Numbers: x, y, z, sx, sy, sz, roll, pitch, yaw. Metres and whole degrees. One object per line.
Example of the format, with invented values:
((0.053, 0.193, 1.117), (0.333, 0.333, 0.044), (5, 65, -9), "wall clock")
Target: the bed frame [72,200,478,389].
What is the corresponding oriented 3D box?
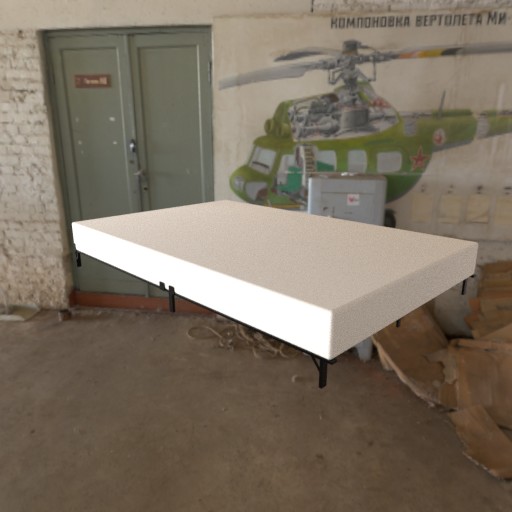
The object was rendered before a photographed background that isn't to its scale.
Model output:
((0.000, 0.000, 3.846), (1.930, 0.440, 2.987), (-16, 22, -43), "bed frame")
